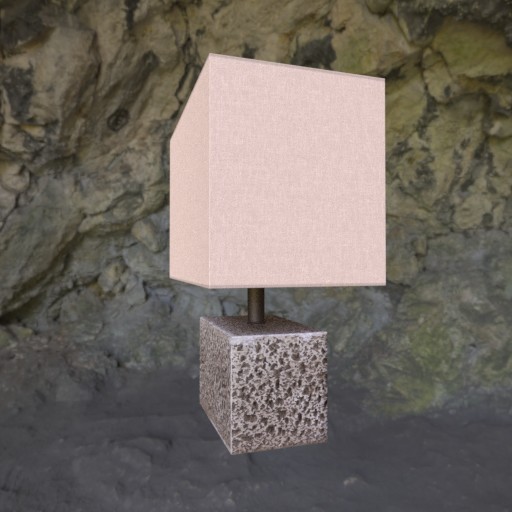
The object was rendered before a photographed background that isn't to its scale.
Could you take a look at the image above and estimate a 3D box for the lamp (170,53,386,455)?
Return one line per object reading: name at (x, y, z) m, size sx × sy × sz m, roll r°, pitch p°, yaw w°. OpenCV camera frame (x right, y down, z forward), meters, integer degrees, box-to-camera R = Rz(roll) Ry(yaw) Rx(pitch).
lamp at (0.000, 0.000, 0.557) m, size 0.180 × 0.411 × 0.294 m, roll 0°, pitch -1°, yaw -18°
